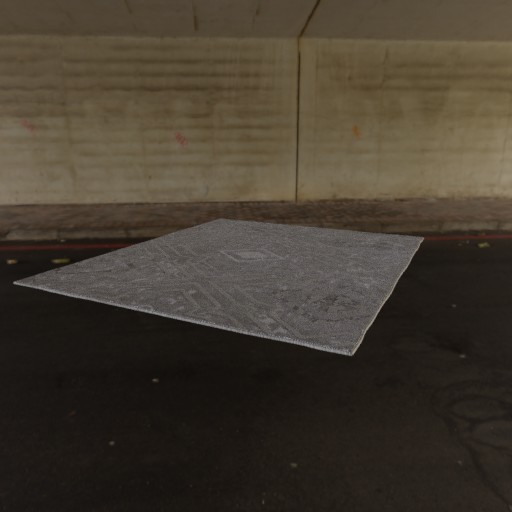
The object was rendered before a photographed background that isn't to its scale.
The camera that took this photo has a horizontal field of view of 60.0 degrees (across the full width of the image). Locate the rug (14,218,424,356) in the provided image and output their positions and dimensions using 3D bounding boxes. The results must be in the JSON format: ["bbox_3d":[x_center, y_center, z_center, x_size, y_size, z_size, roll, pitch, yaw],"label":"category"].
[{"bbox_3d":[0.000,0.000,0.863,0.548,0.006,0.639,7,17,26],"label":"rug"}]
